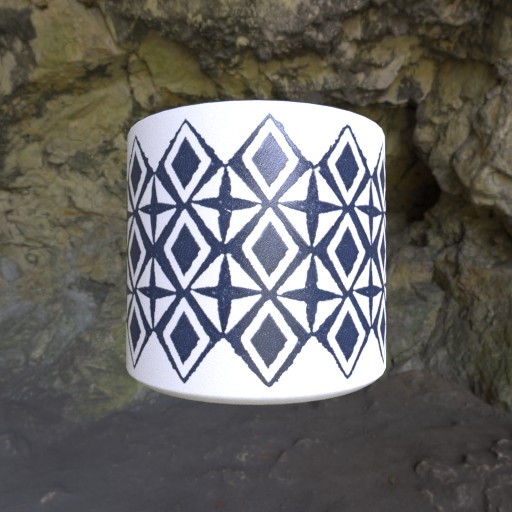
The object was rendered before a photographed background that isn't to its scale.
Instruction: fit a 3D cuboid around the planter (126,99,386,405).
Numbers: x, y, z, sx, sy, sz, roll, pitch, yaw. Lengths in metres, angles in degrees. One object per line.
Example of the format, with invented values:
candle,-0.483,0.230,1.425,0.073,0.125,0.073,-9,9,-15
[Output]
planter,0.000,0.000,0.324,0.182,0.165,0.182,0,-1,0
